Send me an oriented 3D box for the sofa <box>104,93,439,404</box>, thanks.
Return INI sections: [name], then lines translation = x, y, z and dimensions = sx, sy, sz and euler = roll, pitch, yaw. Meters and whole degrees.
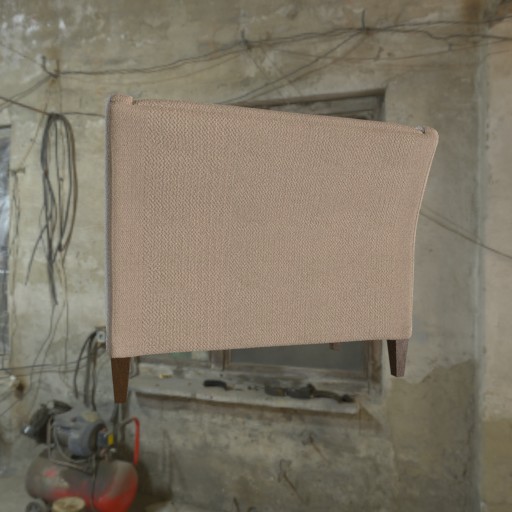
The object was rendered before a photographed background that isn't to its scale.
[sofa]
translation = 0.000, 0.000, 1.929
dimensions = 1.242, 1.022, 0.870
euler = 0, 0, -17
